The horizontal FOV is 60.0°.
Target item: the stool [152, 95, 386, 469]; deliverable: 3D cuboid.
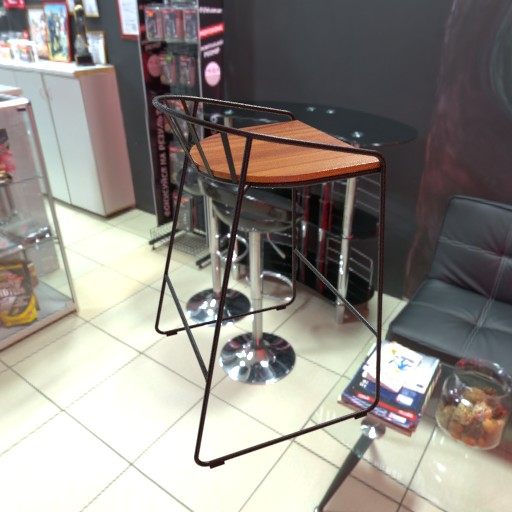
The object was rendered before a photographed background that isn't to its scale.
[{"bbox_3d":[0.000,0.000,1.171,0.521,0.812,0.546,-11,31,-18],"label":"stool"}]
